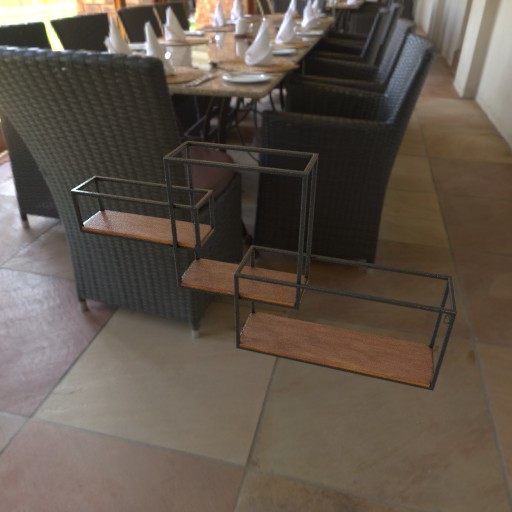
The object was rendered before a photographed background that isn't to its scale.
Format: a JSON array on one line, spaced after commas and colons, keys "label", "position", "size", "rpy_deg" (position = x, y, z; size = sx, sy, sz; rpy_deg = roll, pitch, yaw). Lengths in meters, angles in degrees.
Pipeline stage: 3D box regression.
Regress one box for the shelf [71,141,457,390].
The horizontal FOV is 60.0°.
[{"label": "shelf", "position": [0.000, 0.000, 2.104], "size": [1.781, 0.972, 0.275], "rpy_deg": [9, 33, 14]}]
